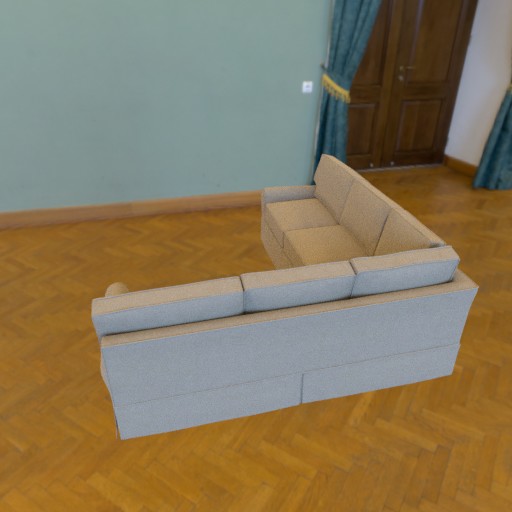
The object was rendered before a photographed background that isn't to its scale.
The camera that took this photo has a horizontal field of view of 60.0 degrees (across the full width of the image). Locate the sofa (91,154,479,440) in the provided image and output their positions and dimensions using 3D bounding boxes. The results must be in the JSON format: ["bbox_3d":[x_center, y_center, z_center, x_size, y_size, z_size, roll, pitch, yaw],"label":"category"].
[{"bbox_3d":[0.000,0.000,4.253,2.733,1.124,2.730,-7,31,-12],"label":"sofa"}]
